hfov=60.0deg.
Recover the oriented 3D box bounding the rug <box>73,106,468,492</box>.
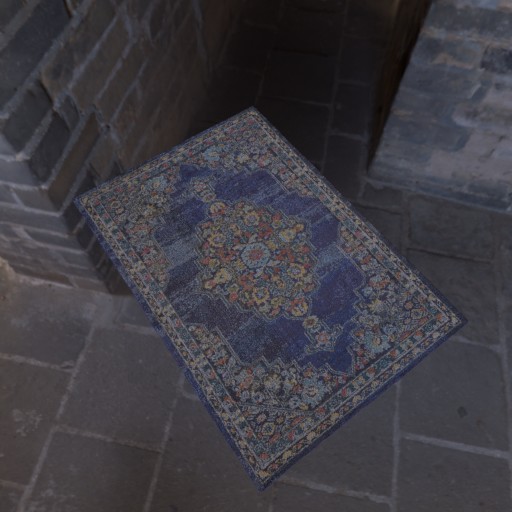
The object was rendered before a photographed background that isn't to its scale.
[{"bbox_3d":[0.000,0.000,3.784,2.053,0.011,2.940,-32,66,-16],"label":"rug"}]
